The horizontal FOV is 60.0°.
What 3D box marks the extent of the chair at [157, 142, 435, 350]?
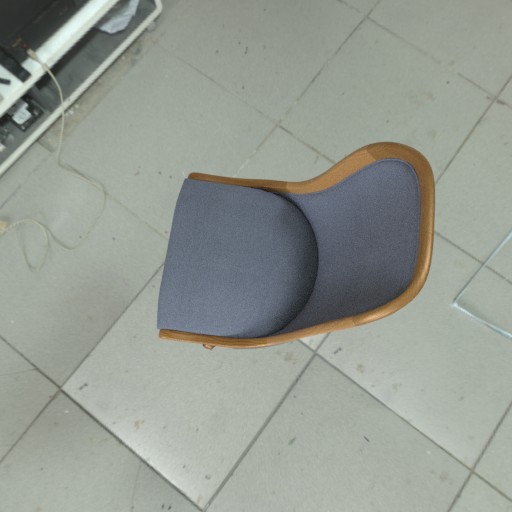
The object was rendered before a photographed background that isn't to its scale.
[{"bbox_3d":[0.000,0.000,1.409,0.735,1.031,0.605,7,77,2],"label":"chair"}]
